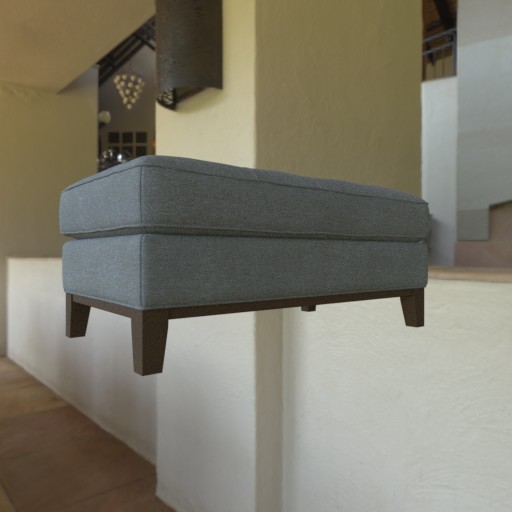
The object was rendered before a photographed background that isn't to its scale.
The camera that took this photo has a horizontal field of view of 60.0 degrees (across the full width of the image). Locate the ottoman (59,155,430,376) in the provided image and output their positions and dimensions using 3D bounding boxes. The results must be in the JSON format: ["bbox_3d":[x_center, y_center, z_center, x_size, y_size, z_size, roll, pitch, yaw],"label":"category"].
[{"bbox_3d":[0.000,0.000,1.518,1.143,0.514,0.648,0,0,-38],"label":"ottoman"}]
